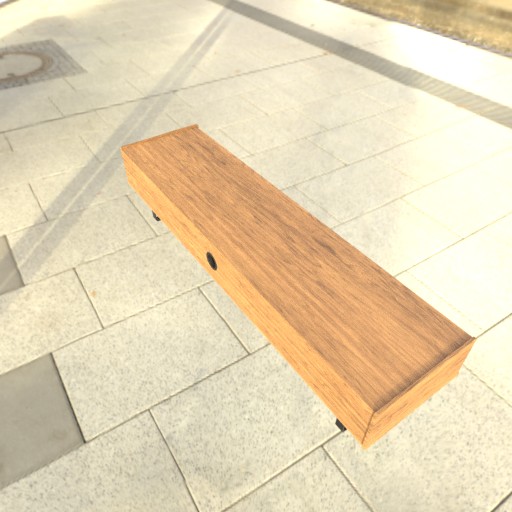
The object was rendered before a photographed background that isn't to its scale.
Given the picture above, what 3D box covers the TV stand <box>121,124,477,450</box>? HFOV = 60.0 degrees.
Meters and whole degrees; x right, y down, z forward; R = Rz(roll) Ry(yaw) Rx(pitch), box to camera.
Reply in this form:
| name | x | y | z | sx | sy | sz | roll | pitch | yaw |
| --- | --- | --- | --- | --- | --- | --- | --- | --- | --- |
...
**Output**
| name | x | y | z | sx | sy | sz | roll | pitch | yaw |
| --- | --- | --- | --- | --- | --- | --- | --- | --- | --- |
| TV stand | 0.000 | 0.000 | 1.985 | 0.467 | 0.415 | 1.796 | -26 | 49 | -25 |
